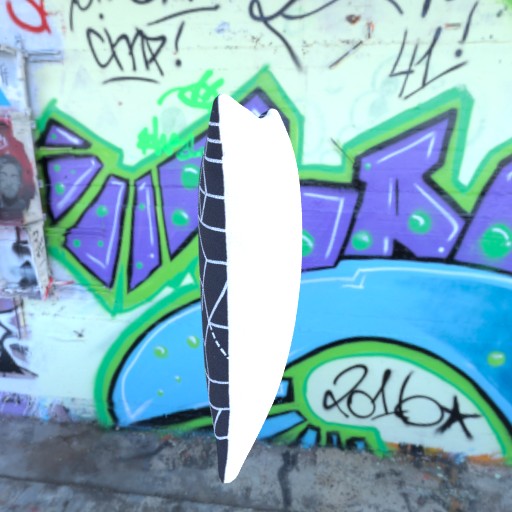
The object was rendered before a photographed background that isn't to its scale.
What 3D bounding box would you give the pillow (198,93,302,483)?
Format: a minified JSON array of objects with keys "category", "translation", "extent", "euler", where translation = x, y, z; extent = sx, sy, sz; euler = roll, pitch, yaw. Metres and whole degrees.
[{"category":"pillow","translation":[0.000,0.000,0.777],"extent":[0.158,0.508,0.517],"euler":[2,17,8]}]
